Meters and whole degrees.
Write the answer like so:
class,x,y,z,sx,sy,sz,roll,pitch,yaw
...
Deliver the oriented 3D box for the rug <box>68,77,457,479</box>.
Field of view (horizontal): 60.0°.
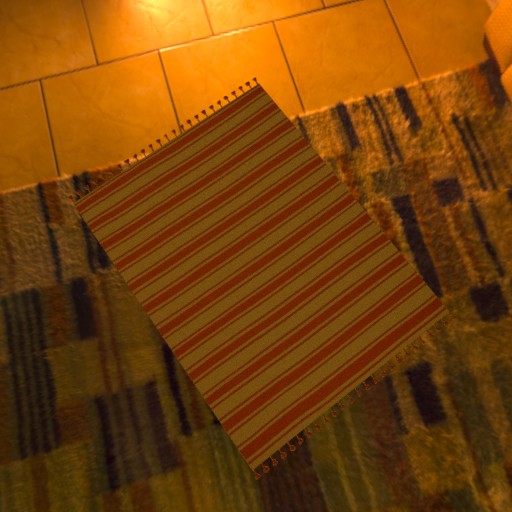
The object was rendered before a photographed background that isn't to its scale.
class,x,y,z,sx,sy,sz,roll,pitch,yaw
rug,0.000,0.000,4.496,2.451,0.035,3.369,-35,79,-8
